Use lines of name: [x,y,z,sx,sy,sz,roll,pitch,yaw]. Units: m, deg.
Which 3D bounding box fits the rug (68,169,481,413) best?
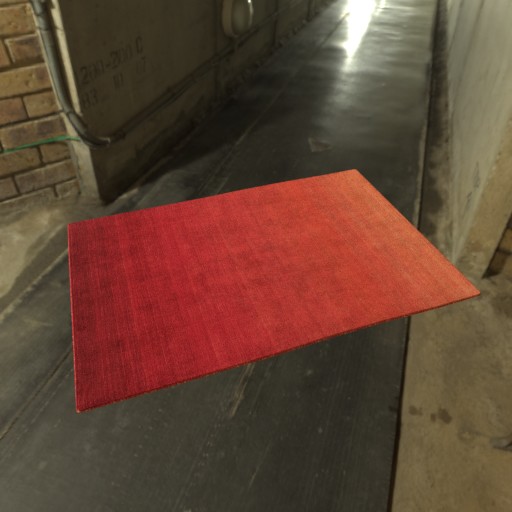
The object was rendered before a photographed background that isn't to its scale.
rug: [0.000,0.000,2.301,1.835,0.018,1.230,-13,43,-14]
